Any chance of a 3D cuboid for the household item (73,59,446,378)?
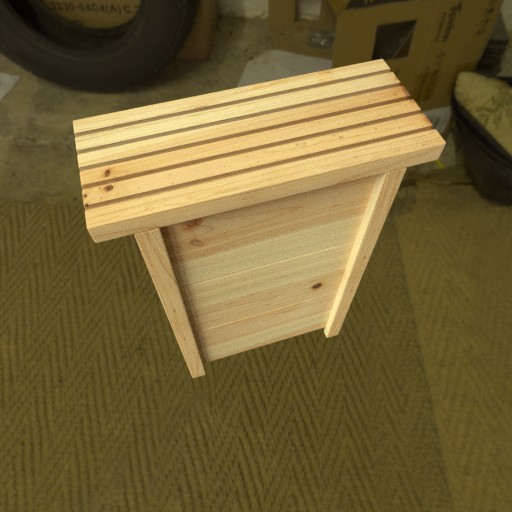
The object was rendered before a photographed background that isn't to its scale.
[{"bbox_3d":[0.000,0.000,0.556,0.301,0.407,0.123,-15,59,-9],"label":"household item"}]
